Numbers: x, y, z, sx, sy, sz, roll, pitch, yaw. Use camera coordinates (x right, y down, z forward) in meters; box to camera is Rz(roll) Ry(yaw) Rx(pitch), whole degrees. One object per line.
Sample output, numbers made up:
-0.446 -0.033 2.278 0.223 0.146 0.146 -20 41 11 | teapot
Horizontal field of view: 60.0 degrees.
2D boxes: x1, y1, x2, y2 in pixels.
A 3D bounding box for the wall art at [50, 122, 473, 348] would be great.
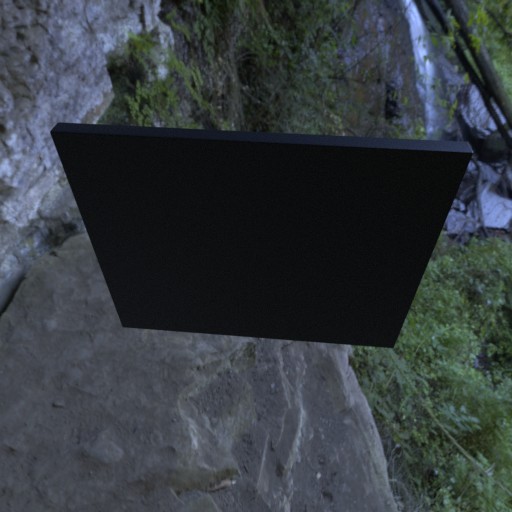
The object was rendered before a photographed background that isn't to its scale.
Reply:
0.000 0.000 0.752 0.558 0.457 0.031 4 46 4 | wall art
